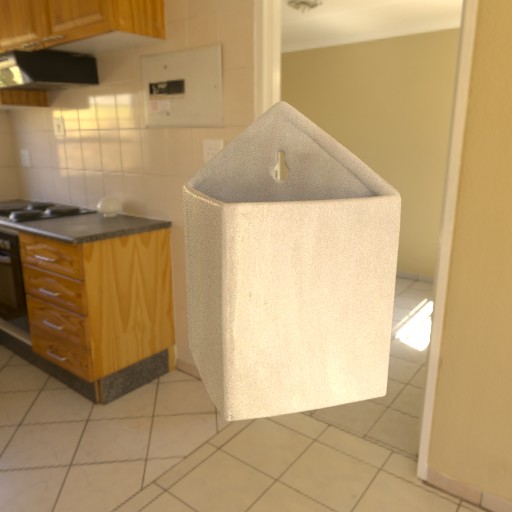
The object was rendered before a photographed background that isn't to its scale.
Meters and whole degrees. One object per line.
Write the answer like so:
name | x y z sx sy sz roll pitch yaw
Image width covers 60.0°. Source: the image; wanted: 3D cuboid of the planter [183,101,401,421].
planter | 0.000 0.000 0.284 0.163 0.194 0.080 7 16 27
